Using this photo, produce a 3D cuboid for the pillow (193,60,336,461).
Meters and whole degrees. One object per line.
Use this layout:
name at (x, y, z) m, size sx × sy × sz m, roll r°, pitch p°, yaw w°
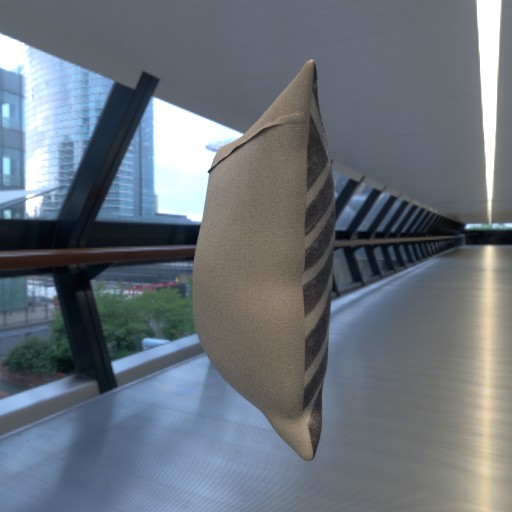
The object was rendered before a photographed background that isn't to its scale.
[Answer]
pillow at (0.000, 0.000, 0.686) m, size 0.182 × 0.441 × 0.440 m, roll 0°, pitch 1°, yaw -18°
